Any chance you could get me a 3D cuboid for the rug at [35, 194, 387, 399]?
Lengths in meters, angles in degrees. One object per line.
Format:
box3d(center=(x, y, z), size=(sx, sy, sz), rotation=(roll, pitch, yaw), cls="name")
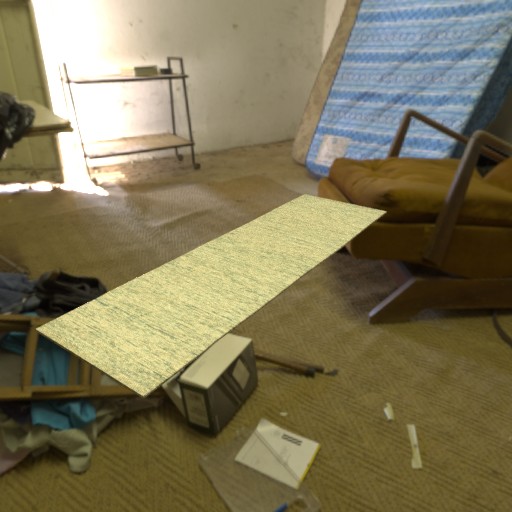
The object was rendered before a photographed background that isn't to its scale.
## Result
box3d(center=(0.000, 0.000, 2.556), size=(0.700, 0.014, 2.290), rotation=(18, 31, 32), cls="rug")
